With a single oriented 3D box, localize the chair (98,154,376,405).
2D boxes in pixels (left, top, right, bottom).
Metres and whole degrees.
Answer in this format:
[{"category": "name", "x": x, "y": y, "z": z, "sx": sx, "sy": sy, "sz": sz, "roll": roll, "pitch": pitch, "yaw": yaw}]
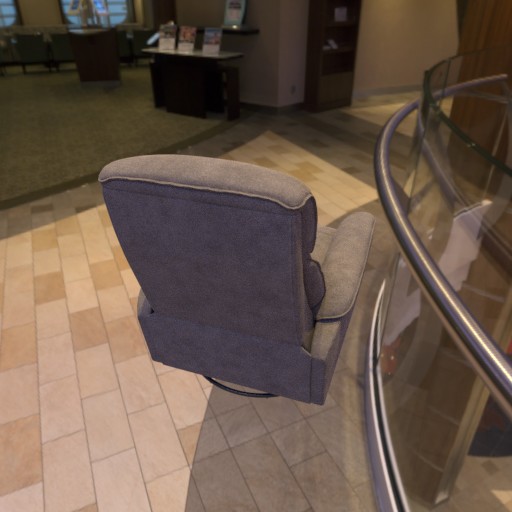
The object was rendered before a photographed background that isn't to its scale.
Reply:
[{"category": "chair", "x": 0.000, "y": 0.000, "z": 1.734, "sx": 0.830, "sy": 1.036, "sz": 1.009, "roll": 10, "pitch": 32, "yaw": 16}]
